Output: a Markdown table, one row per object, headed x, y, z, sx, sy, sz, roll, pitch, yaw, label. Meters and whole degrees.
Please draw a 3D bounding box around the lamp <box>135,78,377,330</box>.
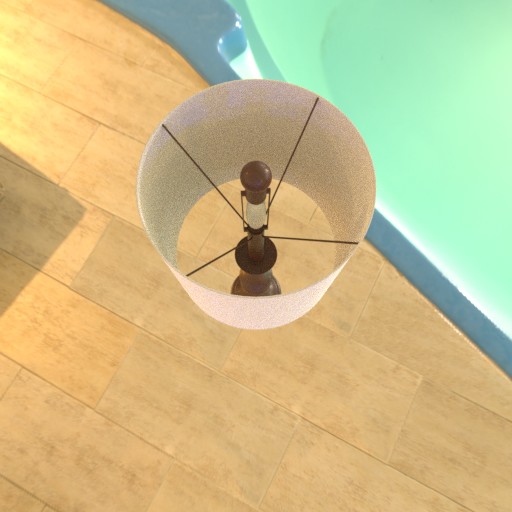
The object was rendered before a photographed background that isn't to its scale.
| x | y | z | sx | sy | sz | roll | pitch | yaw | label |
| --- | --- | --- | --- | --- | --- | --- | --- | --- | --- |
| 0.000 | 0.000 | 0.725 | 0.250 | 0.597 | 0.250 | 33 | 76 | 9 | lamp |
